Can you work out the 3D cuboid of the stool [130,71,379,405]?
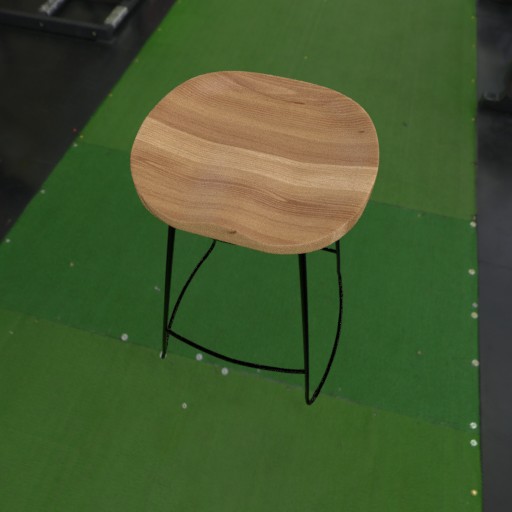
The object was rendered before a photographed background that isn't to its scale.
[{"bbox_3d":[0.000,0.000,0.993,0.480,0.679,0.401,15,58,10],"label":"stool"}]
